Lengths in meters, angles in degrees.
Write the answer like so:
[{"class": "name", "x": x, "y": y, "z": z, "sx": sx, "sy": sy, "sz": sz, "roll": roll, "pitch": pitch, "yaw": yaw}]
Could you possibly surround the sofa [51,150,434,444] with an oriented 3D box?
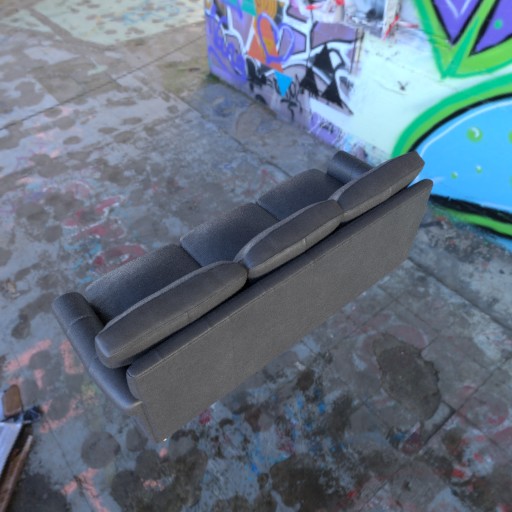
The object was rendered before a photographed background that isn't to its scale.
[{"class": "sofa", "x": 0.000, "y": 0.000, "z": 2.837, "sx": 2.387, "sy": 0.977, "sz": 0.974, "roll": -31, "pitch": 54, "yaw": -26}]
